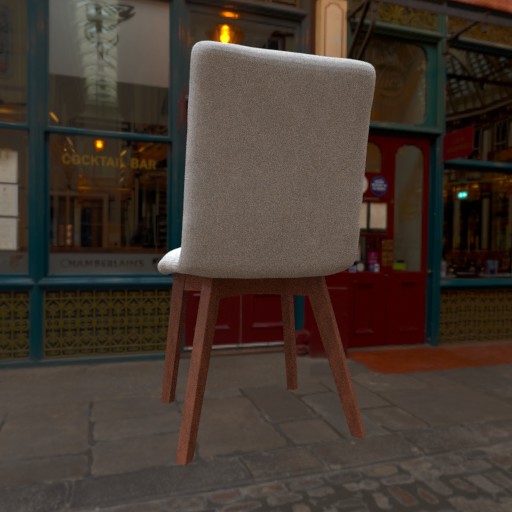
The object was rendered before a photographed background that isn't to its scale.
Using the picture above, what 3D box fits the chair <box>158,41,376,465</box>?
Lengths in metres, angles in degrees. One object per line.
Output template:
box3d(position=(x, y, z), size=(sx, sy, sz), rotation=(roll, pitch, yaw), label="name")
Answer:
box3d(position=(0.000, 0.000, 1.289), size=(0.522, 0.974, 0.563), rotation=(0, 1, -18), label="chair")
